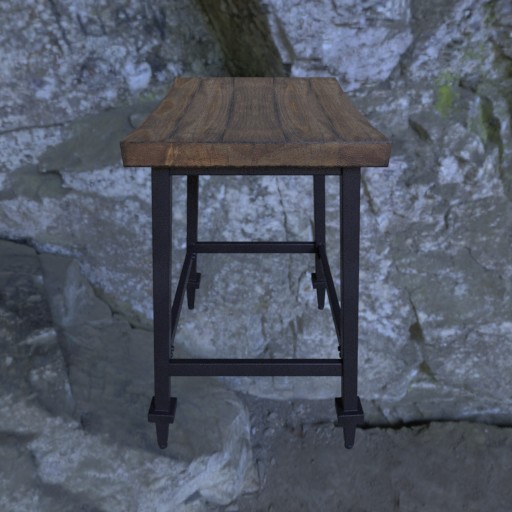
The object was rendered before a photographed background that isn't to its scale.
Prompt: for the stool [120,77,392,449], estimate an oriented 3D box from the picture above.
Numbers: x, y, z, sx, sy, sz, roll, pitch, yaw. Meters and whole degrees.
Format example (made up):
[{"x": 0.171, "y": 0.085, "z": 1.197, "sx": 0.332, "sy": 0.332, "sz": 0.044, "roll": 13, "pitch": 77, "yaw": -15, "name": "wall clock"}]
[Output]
[{"x": 0.000, "y": 0.000, "z": 0.925, "sx": 0.405, "sy": 0.625, "sz": 0.486, "roll": 0, "pitch": 31, "yaw": 0, "name": "stool"}]
